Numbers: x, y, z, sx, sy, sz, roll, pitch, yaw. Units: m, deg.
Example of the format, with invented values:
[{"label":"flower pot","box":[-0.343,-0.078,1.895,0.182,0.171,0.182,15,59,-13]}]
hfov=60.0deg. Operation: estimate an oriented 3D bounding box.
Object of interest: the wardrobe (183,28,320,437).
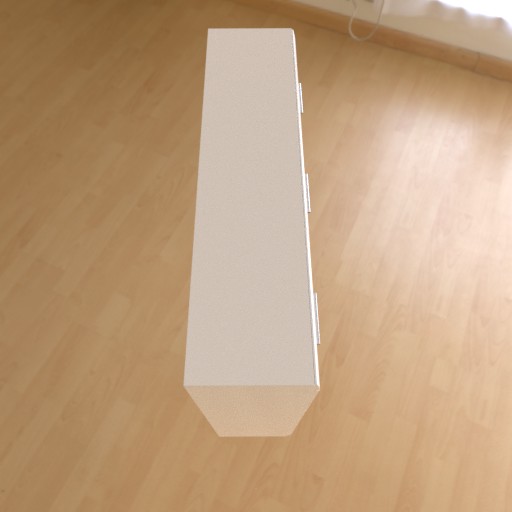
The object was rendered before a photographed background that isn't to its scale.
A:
[{"label":"wardrobe","box":[0.000,0.000,1.918,0.360,1.200,1.340,0,62,0]}]
